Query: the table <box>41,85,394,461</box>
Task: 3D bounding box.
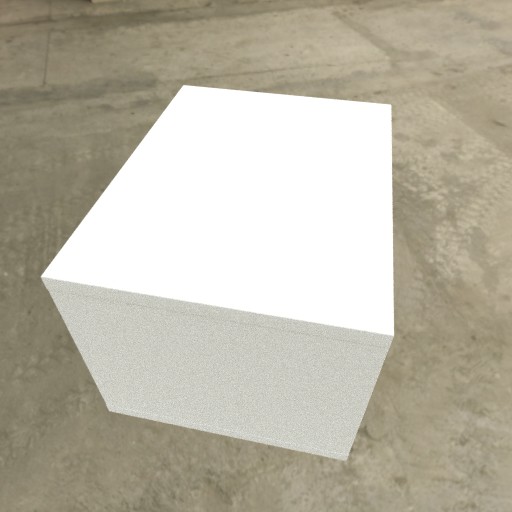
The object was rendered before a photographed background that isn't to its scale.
[{"bbox_3d":[0.000,0.000,0.786,0.399,0.357,0.517,8,46,8],"label":"table"}]
